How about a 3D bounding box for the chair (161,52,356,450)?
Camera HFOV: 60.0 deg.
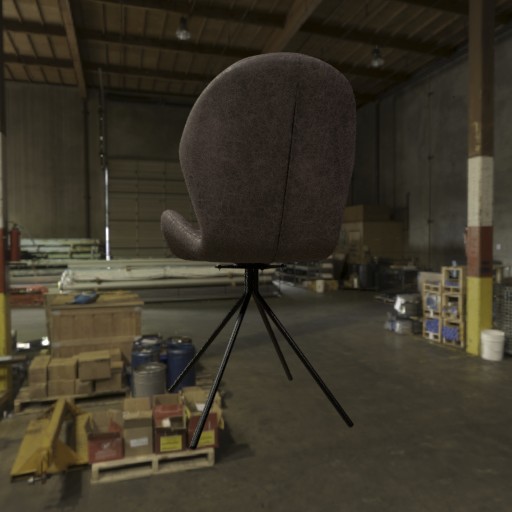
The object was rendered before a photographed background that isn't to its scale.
[{"bbox_3d":[0.000,0.000,1.298,0.527,0.934,0.640,-1,2,-18],"label":"chair"}]
